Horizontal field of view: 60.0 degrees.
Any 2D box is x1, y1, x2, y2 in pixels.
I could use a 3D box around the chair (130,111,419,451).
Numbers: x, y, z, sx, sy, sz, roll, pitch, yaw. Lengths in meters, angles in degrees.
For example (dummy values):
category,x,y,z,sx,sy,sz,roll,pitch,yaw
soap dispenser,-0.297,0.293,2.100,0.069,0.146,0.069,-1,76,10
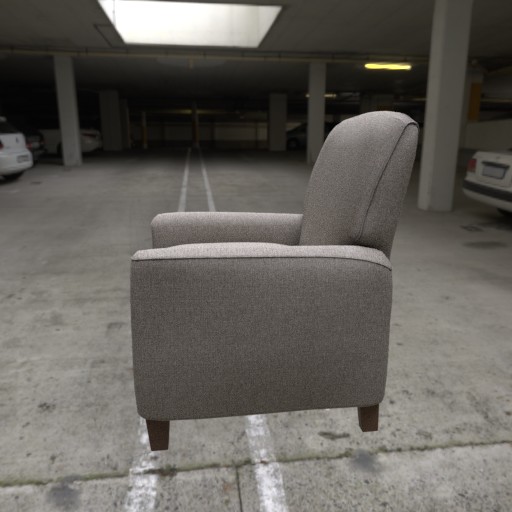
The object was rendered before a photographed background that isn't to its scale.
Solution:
category,x,y,z,sx,sy,sz,roll,pitch,yaw
chair,0.000,0.000,1.628,0.864,1.014,0.848,-2,14,-8
